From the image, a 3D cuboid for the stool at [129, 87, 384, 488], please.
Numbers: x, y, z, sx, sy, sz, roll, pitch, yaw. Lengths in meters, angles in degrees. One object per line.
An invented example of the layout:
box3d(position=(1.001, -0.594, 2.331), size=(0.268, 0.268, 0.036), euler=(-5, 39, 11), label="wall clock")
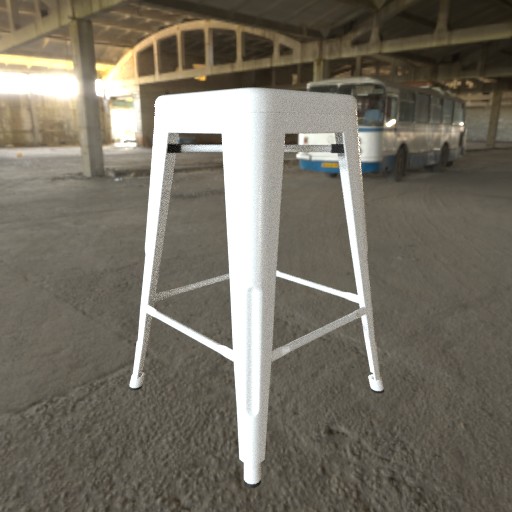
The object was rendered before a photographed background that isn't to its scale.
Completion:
box3d(position=(0.000, 0.000, 0.894), size=(0.406, 0.610, 0.406), euler=(-15, 22, -42), label="stool")
